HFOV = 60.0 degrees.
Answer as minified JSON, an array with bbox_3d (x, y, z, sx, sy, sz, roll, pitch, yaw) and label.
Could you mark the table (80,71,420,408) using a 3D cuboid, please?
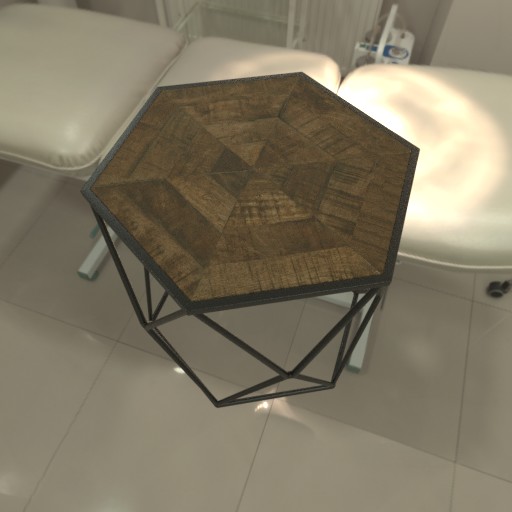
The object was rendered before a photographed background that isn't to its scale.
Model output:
[{"bbox_3d":[0.000,0.000,1.005,0.579,0.564,0.578,17,59,10],"label":"table"}]
